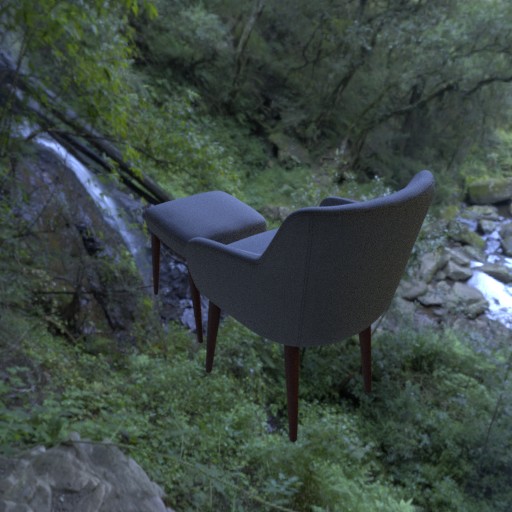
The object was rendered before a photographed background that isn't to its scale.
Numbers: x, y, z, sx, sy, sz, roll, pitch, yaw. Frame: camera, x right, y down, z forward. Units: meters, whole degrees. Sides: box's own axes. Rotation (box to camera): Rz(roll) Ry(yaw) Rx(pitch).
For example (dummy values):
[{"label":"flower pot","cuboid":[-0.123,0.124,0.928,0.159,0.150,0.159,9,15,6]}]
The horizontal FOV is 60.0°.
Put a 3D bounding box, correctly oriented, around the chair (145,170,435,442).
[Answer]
[{"label":"chair","cuboid":[0.000,0.000,1.550,0.584,0.799,1.107,-20,35,-31]}]
